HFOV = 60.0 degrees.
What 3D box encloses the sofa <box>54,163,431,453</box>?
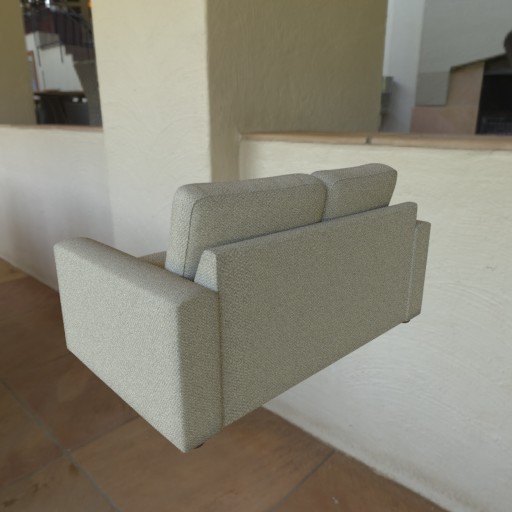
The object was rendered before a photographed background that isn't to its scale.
[{"bbox_3d":[0.000,0.000,2.206,1.616,0.873,1.016,-15,23,-41],"label":"sofa"}]
